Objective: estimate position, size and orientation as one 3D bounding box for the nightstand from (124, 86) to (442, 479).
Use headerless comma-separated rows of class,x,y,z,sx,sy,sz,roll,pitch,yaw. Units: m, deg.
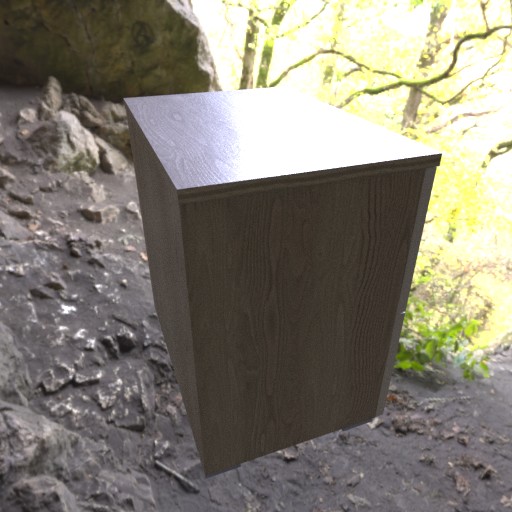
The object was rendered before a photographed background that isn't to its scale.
nightstand,0.000,0.000,0.761,0.325,0.461,0.442,-11,33,-18
